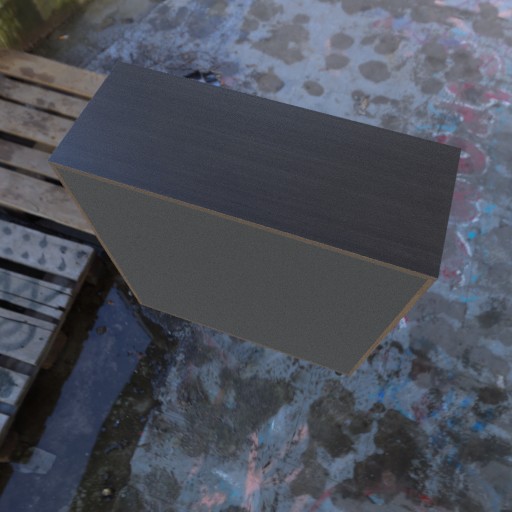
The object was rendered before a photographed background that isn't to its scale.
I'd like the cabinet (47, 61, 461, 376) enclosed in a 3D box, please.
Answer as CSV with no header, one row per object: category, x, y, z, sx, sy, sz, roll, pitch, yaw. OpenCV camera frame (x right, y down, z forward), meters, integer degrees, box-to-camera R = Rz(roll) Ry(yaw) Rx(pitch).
cabinet,0.000,0.000,1.681,1.010,1.170,0.400,17,64,9
